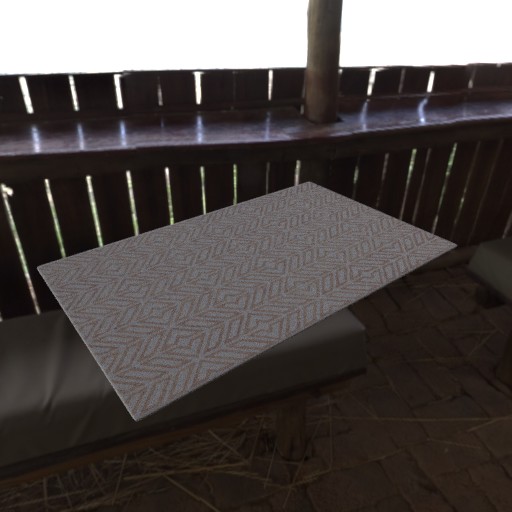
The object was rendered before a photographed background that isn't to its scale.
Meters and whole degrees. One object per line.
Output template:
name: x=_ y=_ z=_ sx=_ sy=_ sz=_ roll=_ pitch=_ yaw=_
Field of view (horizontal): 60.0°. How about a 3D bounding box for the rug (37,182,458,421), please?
rug: x=0.000 y=0.000 z=3.006 sx=2.438 sy=0.008 sz=1.523 roll=-22 pitch=37 yaw=-31
